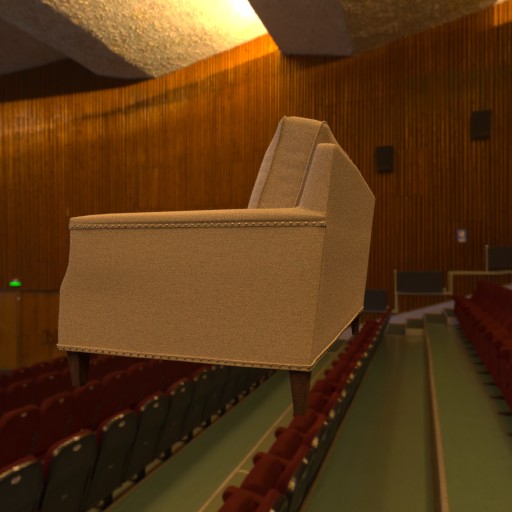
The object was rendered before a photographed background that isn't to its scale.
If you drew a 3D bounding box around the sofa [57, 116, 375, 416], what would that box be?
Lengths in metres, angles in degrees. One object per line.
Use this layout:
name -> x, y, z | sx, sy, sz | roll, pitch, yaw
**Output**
sofa -> 0.000, 0.000, 2.250 | 1.084, 1.003, 1.597 | 0, 1, 20
